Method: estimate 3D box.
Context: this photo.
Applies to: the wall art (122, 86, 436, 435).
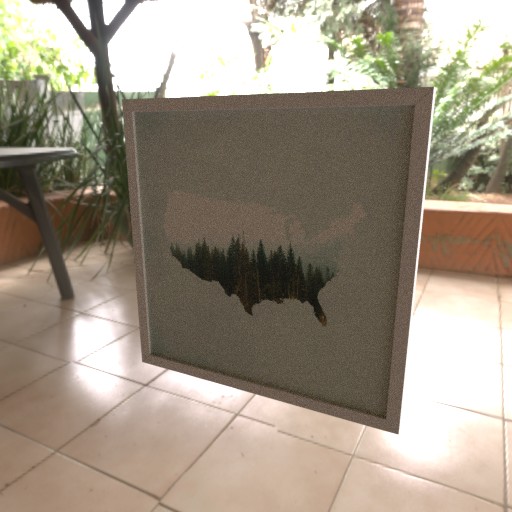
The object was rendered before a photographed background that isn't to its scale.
[{"bbox_3d":[0.000,0.000,1.110,0.762,0.762,0.038,8,17,25],"label":"wall art"}]
